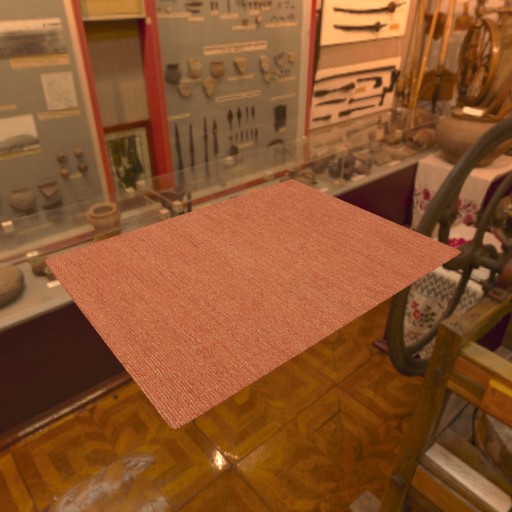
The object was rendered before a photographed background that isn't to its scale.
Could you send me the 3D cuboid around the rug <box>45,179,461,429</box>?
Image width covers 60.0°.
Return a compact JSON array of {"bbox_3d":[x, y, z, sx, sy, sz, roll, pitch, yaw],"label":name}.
[{"bbox_3d":[0.000,0.000,2.790,2.112,0.009,1.594,-23,38,-32],"label":"rug"}]
